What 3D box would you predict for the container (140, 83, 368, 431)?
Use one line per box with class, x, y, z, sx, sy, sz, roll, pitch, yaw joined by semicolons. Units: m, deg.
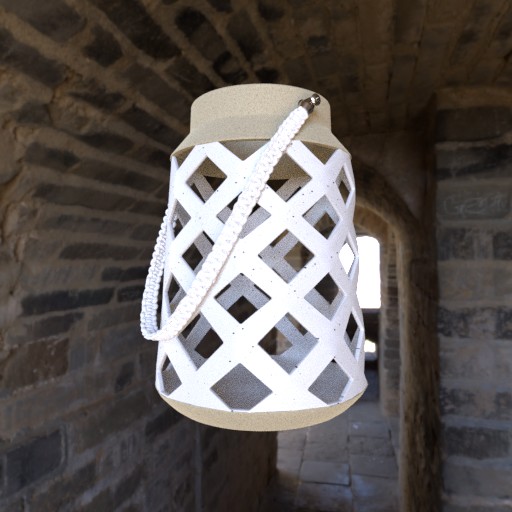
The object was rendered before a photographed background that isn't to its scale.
container;0.000;0.000;0.398;0.198;0.264;0.188;1;-1;-35
